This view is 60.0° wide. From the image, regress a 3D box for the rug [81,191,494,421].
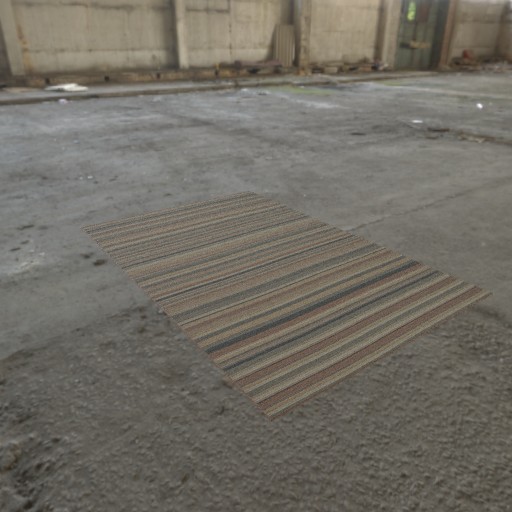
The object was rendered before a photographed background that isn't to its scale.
[{"bbox_3d":[0.000,0.000,2.262,1.219,0.008,1.829,-18,31,-32],"label":"rug"}]
